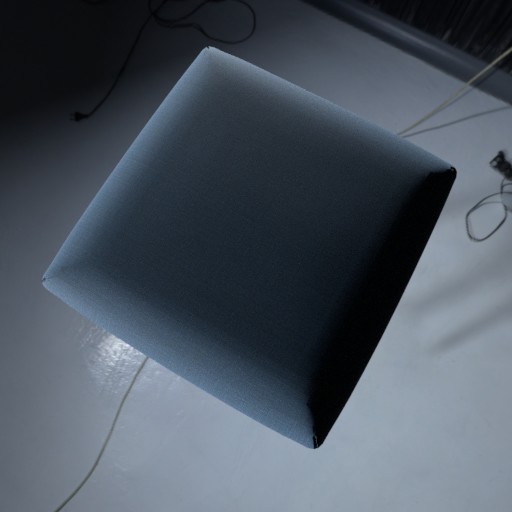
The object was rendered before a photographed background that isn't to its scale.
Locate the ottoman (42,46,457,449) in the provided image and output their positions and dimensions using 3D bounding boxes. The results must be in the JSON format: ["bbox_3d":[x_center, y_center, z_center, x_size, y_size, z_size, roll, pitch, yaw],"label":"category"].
[{"bbox_3d":[0.000,0.000,0.878,0.497,0.475,0.507,30,77,7],"label":"ottoman"}]
